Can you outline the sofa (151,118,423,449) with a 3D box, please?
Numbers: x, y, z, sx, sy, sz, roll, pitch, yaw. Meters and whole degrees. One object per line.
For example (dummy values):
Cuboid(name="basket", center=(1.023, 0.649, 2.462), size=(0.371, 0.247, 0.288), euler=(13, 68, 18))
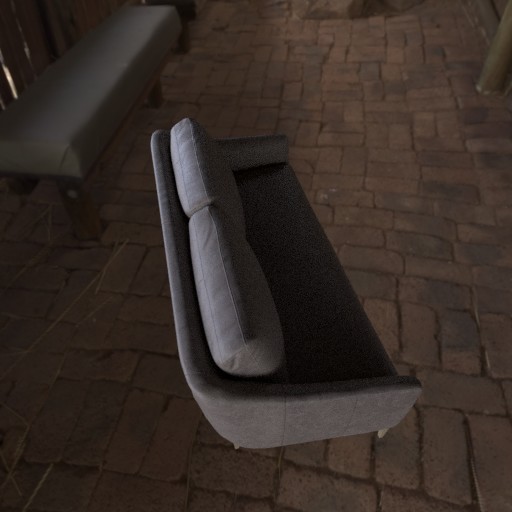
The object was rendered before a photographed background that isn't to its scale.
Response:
Cuboid(name="sofa", center=(0.000, 0.000, 2.505), size=(0.960, 0.902, 2.036), euler=(-10, 47, -9))
